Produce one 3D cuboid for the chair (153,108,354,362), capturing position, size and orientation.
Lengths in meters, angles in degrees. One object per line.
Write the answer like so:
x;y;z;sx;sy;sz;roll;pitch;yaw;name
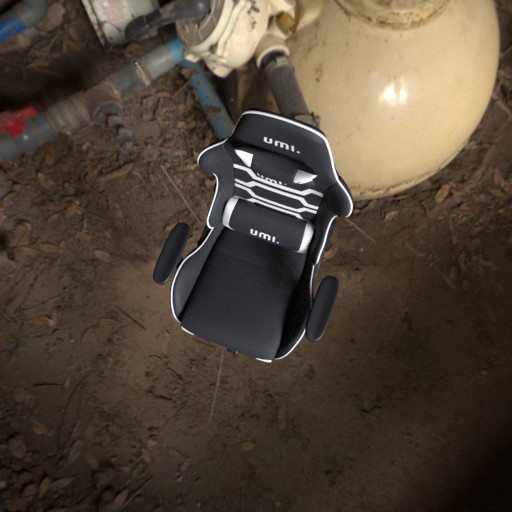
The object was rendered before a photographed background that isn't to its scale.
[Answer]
0.000;0.000;1.680;0.700;1.240;0.700;20;75;5;chair
